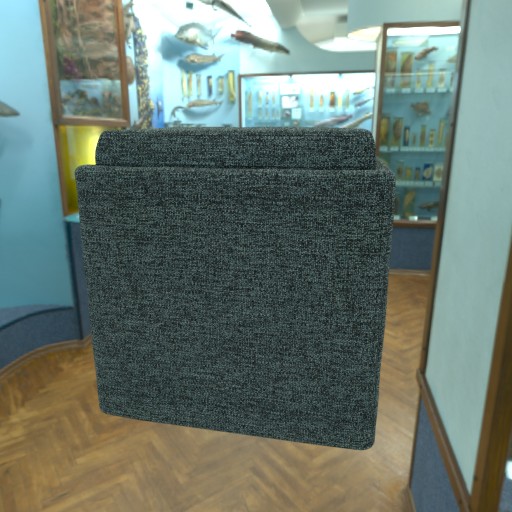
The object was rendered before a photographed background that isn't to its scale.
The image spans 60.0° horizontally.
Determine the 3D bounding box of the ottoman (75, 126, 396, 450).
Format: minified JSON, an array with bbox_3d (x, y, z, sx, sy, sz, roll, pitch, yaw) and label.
[{"bbox_3d":[0.000,0.000,0.830,0.450,0.463,0.450,3,16,12],"label":"ottoman"}]
